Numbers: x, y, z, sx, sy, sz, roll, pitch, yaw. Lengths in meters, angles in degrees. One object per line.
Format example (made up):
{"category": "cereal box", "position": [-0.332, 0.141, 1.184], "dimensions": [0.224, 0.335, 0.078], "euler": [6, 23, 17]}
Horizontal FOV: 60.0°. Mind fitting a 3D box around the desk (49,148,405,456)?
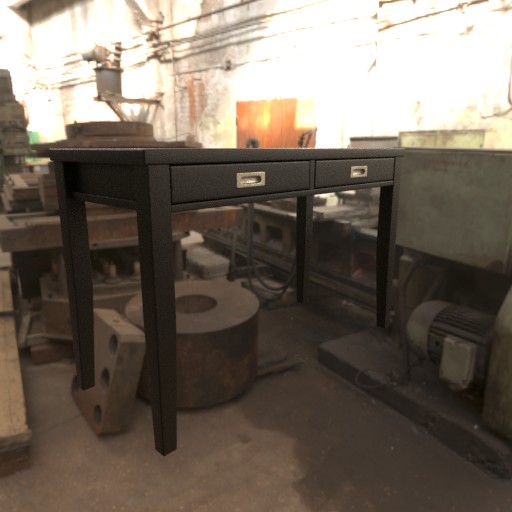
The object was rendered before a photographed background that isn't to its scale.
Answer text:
{"category": "desk", "position": [0.000, 0.000, 1.641], "dimensions": [0.508, 0.775, 1.220], "euler": [13, 19, 42]}
